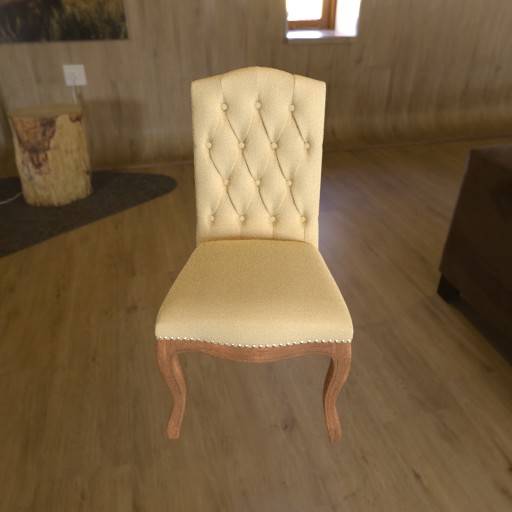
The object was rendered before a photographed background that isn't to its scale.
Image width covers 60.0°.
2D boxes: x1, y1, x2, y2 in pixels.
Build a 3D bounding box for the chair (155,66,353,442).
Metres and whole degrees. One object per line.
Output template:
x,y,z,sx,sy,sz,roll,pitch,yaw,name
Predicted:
0.000,0.000,1.577,0.623,1.165,0.715,1,31,1,chair
